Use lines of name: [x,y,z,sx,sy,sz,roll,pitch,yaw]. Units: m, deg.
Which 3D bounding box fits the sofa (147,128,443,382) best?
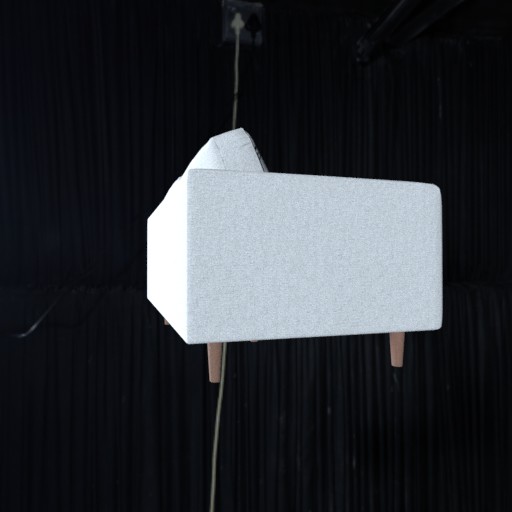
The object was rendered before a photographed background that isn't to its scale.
sofa: [0.000,0.000,2.345,1.000,0.900,1.731,0,-1,-18]
